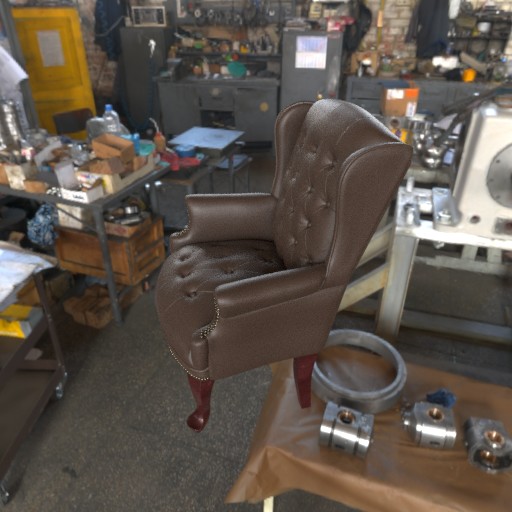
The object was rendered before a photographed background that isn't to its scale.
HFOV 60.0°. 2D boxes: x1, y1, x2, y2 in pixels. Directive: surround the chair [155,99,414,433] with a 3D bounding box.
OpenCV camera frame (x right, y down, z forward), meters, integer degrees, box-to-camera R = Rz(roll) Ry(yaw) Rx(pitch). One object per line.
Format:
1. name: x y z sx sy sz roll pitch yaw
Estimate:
1. chair: 0.000 0.000 1.754 0.819 1.132 0.829 -7 31 -12
